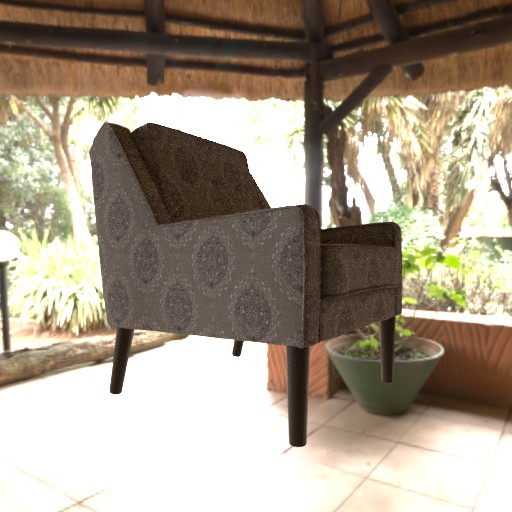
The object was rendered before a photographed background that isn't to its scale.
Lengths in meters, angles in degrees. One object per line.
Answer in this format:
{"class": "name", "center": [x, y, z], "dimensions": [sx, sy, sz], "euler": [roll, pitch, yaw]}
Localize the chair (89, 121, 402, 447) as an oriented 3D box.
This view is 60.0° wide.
{"class": "chair", "center": [0.000, 0.000, 1.351], "dimensions": [0.750, 0.797, 0.665], "euler": [0, 0, 35]}
